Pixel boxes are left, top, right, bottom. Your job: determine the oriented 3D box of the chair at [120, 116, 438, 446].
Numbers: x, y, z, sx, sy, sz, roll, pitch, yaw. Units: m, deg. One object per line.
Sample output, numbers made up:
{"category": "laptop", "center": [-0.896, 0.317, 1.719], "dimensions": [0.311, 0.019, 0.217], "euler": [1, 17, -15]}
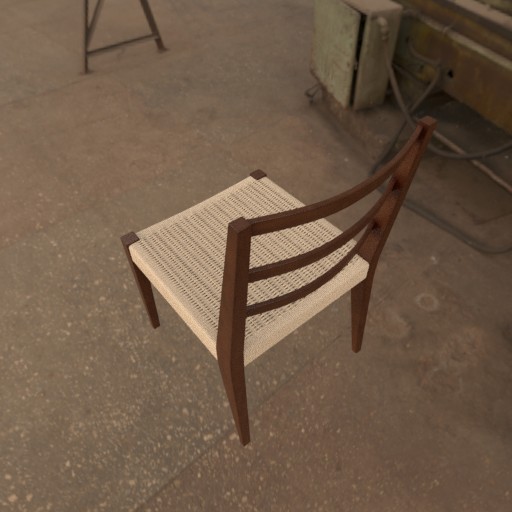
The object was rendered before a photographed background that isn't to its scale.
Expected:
{"category": "chair", "center": [0.000, 0.000, 1.136], "dimensions": [0.480, 0.813, 0.551], "euler": [-31, 54, -26]}
